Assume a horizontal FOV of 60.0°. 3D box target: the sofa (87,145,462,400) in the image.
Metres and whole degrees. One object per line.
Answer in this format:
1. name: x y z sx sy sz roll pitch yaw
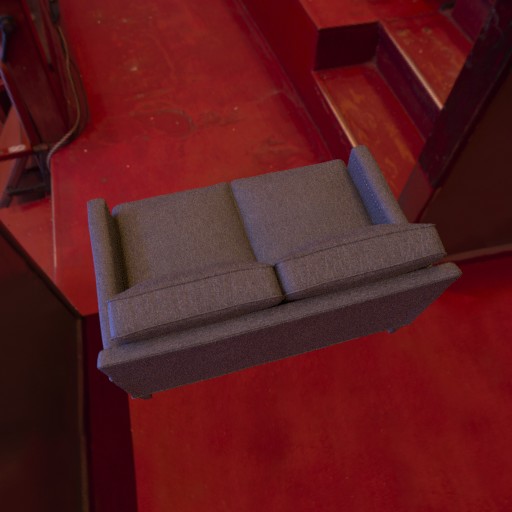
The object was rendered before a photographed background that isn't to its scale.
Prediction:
1. sofa: 0.000 0.000 2.301 1.597 1.003 1.084 -13 59 -8
